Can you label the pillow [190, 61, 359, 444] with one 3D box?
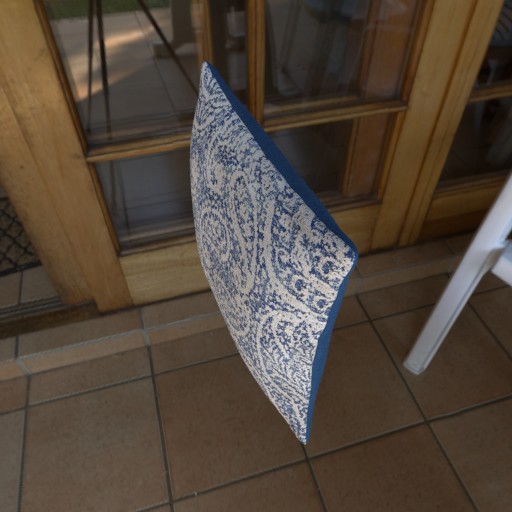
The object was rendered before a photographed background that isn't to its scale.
[{"bbox_3d":[0.000,0.000,0.805,0.166,0.510,0.523,-16,49,-15],"label":"pillow"}]
